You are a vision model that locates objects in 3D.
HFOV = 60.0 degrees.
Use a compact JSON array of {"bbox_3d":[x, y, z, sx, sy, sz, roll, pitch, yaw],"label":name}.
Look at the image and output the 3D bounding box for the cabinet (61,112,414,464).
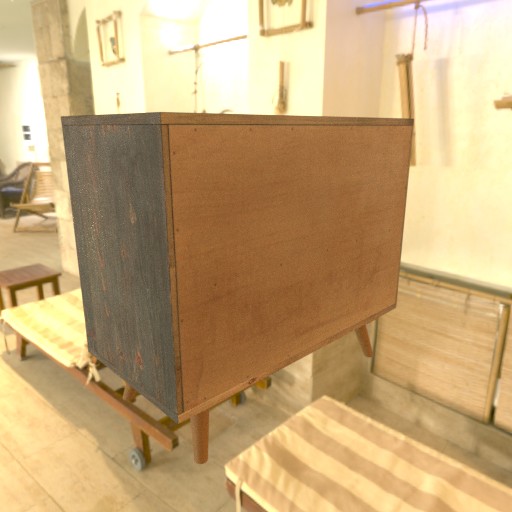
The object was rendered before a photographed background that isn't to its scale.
[{"bbox_3d":[0.000,0.000,1.506,1.023,0.897,0.529,-15,22,-42],"label":"cabinet"}]
